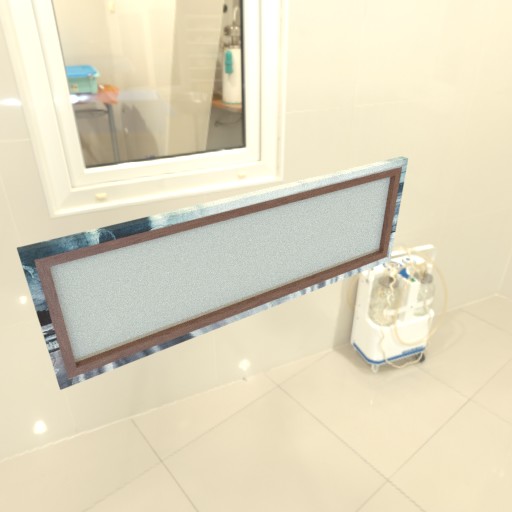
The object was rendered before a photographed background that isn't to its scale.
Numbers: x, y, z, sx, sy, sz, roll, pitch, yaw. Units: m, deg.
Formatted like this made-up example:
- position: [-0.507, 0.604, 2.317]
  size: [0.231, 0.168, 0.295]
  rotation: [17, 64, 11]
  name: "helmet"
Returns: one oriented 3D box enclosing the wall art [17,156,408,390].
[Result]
- position: [0.000, 0.000, 1.675]
  size: [1.524, 0.509, 0.037]
  rotation: [-18, 34, -28]
  name: "wall art"
